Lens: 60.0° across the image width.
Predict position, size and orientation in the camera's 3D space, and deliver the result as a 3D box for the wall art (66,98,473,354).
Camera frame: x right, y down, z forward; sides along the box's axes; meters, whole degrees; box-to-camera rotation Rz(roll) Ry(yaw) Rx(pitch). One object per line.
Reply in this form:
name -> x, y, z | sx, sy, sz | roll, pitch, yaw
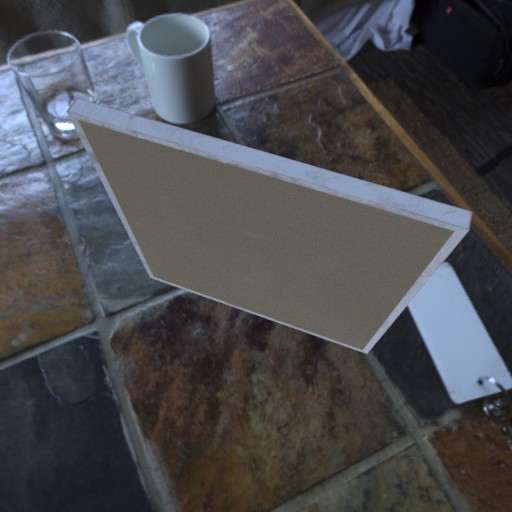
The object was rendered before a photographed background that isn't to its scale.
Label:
wall art -> 0.000, 0.000, 1.131 | 0.760, 0.757, 0.038 | 18, 64, 9
